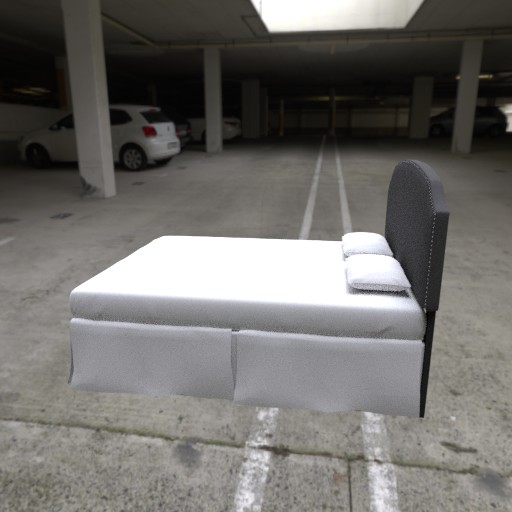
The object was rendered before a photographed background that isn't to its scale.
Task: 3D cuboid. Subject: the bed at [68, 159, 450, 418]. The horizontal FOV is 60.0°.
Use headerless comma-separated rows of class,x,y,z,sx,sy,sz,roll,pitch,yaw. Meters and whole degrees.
bed,0.000,0.000,2.969,1.999,1.270,1.558,2,15,9
